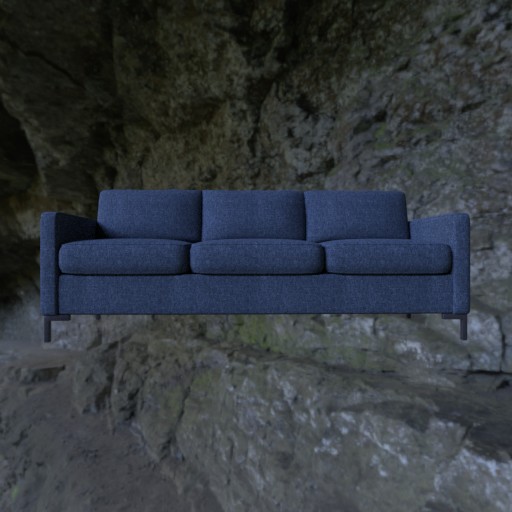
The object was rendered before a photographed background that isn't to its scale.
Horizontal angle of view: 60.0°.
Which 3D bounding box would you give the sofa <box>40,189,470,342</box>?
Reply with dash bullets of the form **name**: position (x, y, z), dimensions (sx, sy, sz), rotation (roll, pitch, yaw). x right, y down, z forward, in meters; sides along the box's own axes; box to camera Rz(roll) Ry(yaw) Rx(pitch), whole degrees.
- **sofa**: position (0.000, 0.000, 2.673), dimensions (2.218, 0.874, 0.859), rotation (0, 0, -1)
